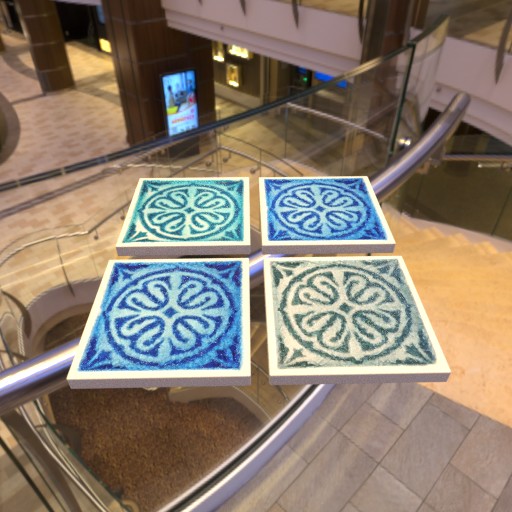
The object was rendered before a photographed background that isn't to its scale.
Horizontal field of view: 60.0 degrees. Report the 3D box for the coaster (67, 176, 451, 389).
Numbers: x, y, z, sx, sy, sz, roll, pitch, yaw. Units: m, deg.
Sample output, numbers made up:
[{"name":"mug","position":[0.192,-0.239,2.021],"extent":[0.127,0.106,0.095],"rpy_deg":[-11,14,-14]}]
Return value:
[{"name":"coaster","position":[0.000,0.000,0.333],"extent":[0.214,0.010,0.219],"rpy_deg":[-1,40,-1]}]
